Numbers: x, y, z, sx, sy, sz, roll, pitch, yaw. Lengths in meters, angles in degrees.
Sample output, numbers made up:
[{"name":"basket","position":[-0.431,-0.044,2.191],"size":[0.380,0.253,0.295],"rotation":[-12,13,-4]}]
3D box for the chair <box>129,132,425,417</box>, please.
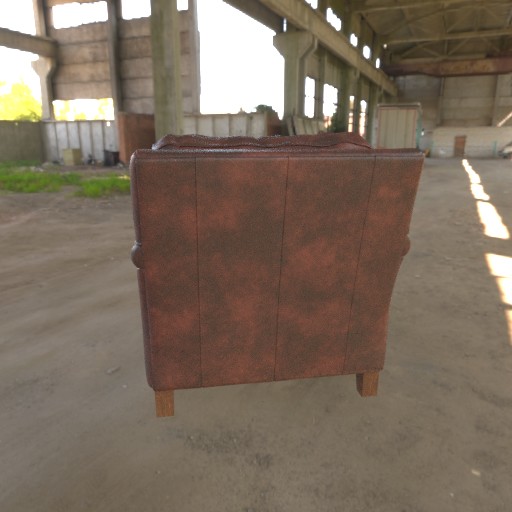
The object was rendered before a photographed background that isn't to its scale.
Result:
[{"name":"chair","position":[0.000,0.000,1.955],"size":[0.987,1.051,1.156],"rotation":[-2,15,-9]}]
